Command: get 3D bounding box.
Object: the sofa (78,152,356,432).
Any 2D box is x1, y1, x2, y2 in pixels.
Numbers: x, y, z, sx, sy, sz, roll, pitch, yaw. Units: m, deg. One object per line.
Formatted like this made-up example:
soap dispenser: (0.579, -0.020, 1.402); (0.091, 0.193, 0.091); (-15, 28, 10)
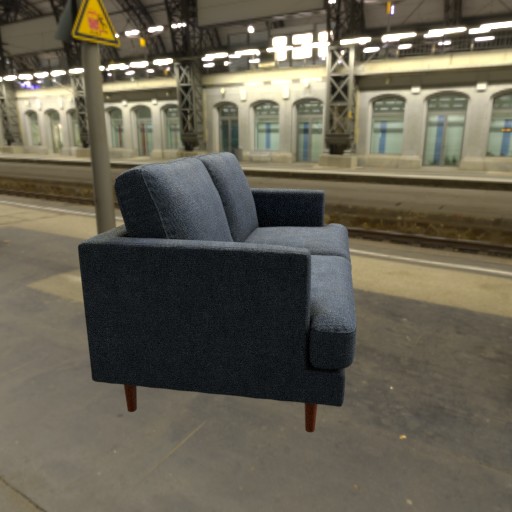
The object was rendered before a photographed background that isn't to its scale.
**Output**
sofa: (0.000, 0.000, 2.139); (0.903, 0.944, 1.582); (3, 16, 10)
